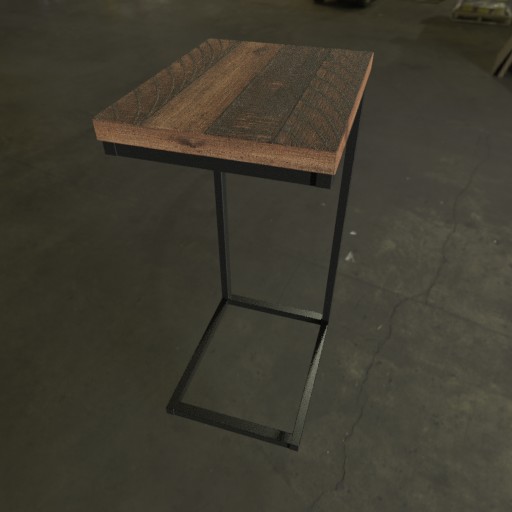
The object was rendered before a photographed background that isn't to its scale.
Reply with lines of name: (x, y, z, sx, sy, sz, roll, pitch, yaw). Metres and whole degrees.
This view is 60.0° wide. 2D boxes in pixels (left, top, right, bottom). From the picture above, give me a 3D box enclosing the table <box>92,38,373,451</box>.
table: (0.000, 0.000, 0.922, 0.323, 0.718, 0.414, 11, 41, 13)
